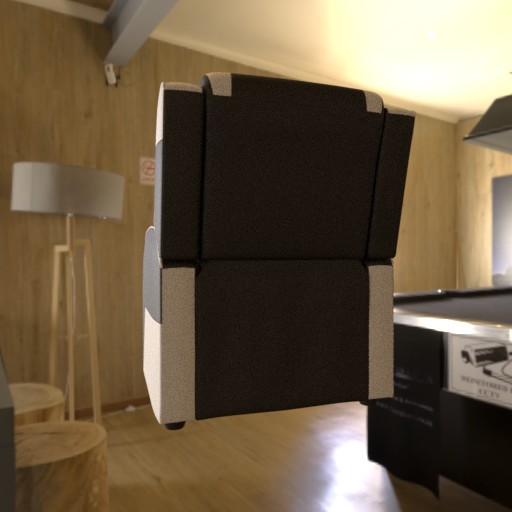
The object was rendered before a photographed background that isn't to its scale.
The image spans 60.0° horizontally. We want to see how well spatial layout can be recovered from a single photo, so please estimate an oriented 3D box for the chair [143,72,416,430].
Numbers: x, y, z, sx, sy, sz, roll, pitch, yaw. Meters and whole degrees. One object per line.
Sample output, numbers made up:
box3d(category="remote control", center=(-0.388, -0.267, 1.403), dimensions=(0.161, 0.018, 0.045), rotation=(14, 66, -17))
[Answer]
box3d(category="chair", center=(0.000, 0.000, 1.301), dimensions=(0.620, 0.805, 0.672), rotation=(0, 1, -18))
